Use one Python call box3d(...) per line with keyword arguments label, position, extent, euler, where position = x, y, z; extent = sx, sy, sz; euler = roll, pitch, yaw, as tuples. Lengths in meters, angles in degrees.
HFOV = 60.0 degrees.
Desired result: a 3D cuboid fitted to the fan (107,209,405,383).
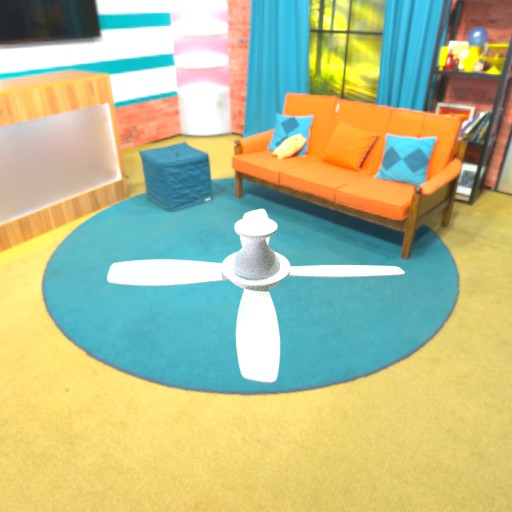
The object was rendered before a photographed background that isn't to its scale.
box3d(label="fan", position=(0.000, 0.000, 2.502), extent=(1.694, 0.382, 1.693), euler=(0, 30, -1))
